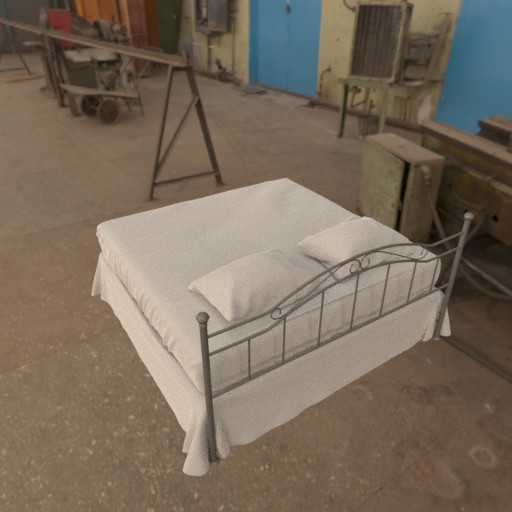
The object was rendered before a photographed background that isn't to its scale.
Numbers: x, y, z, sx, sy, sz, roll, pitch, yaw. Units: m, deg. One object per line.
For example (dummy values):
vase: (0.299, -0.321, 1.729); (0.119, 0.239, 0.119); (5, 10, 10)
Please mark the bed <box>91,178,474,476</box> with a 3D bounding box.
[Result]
bed: (0.000, 0.000, 3.507); (2.309, 1.080, 2.220); (-18, 35, -28)
